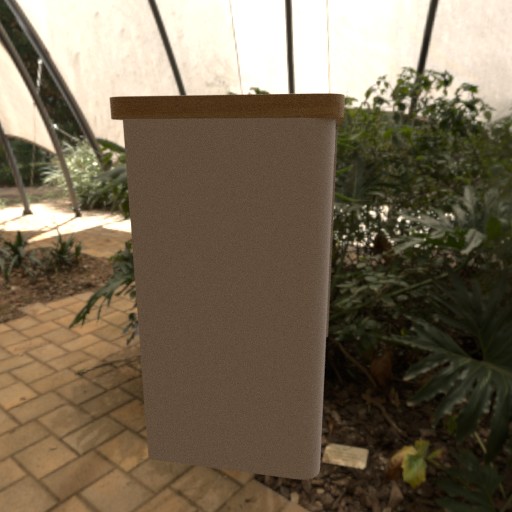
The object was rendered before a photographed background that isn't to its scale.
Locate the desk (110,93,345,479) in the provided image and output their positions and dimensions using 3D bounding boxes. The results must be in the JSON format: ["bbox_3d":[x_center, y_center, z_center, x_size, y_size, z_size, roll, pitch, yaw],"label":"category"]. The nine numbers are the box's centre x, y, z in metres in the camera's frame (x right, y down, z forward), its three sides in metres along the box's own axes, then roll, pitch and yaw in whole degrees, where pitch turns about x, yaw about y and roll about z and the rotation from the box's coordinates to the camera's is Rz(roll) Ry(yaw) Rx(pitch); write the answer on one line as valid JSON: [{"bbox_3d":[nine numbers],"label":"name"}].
[{"bbox_3d":[0.000,0.000,1.240,0.440,0.790,0.760,3,16,10],"label":"desk"}]
